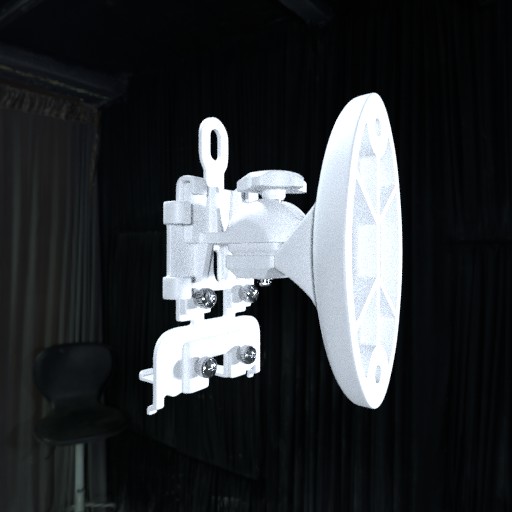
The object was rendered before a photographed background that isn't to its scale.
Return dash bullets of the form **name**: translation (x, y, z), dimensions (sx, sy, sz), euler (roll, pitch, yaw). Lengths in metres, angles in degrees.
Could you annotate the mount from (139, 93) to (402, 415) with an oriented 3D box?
- **mount**: translation (0.000, 0.000, 0.177), dimensions (0.100, 0.118, 0.066), euler (0, 0, 36)
